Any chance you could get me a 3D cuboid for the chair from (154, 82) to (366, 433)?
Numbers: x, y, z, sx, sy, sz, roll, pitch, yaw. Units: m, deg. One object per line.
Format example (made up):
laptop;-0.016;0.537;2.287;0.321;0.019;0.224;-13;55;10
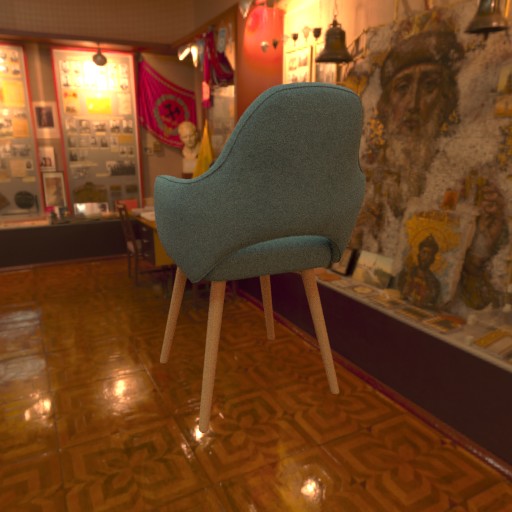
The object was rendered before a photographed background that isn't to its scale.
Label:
chair;0.000;0.000;1.344;0.589;0.920;0.666;-7;16;-25
